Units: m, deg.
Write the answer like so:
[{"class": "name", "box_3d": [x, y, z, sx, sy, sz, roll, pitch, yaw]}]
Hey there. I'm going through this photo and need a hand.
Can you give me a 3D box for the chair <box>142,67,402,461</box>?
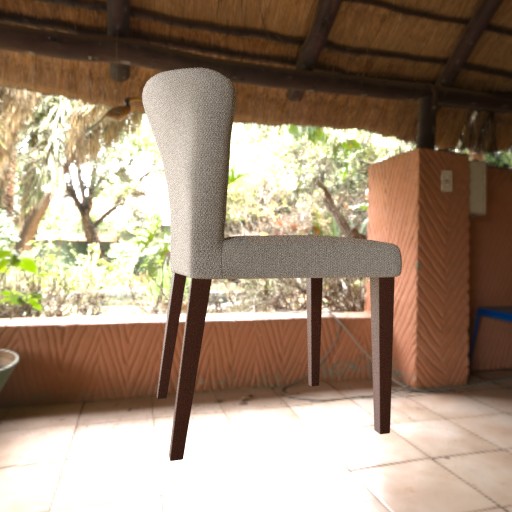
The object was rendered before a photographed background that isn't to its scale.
[{"class": "chair", "box_3d": [0.000, 0.000, 1.183, 0.589, 0.839, 0.491, 0, 0, -16]}]
